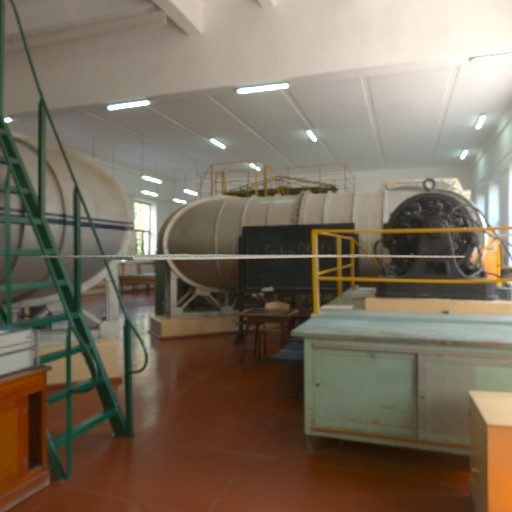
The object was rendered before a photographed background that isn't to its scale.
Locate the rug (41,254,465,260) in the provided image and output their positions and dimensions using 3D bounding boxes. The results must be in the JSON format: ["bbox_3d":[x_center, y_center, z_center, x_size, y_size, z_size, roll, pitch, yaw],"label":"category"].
[{"bbox_3d":[0.000,0.000,2.916,2.305,0.029,1.593,0,0,-37],"label":"rug"}]
